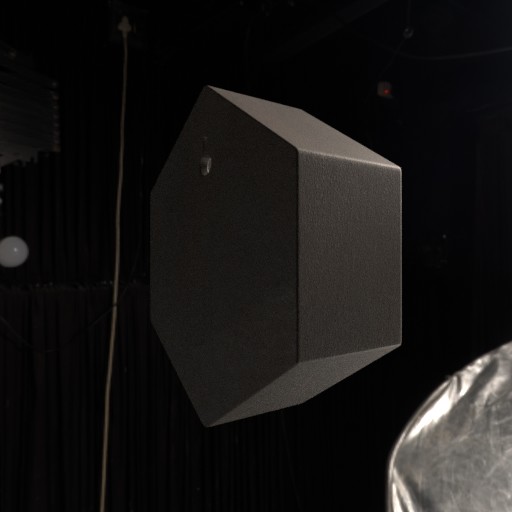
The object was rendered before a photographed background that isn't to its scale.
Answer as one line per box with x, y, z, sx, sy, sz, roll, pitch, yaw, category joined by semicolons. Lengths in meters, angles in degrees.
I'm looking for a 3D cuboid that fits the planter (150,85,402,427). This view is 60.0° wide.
0.000;0.000;0.290;0.077;0.206;0.169;0;0;-36;planter
